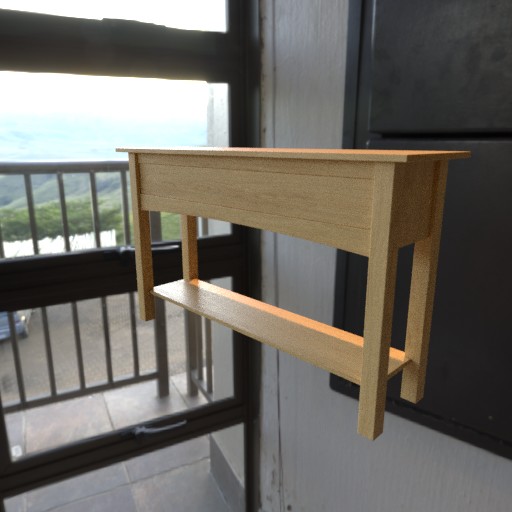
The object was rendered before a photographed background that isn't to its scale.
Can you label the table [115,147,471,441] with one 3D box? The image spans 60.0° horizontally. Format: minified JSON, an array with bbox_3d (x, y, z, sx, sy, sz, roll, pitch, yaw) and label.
[{"bbox_3d":[0.000,0.000,1.555,0.350,0.730,1.240,-14,20,-43],"label":"table"}]
